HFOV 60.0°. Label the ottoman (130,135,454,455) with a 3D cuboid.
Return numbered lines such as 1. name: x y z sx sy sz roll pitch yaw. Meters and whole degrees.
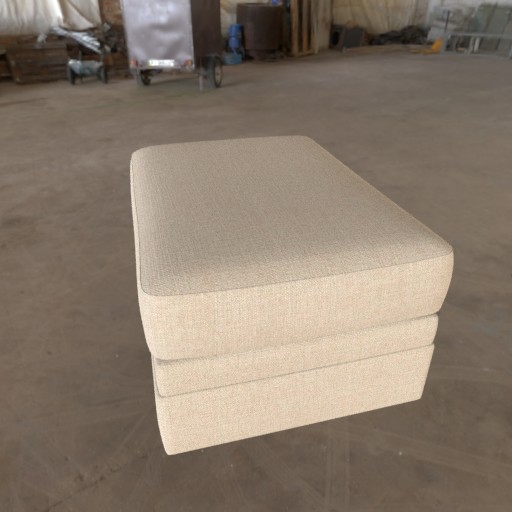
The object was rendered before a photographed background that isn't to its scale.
1. ottoman: 0.000 0.000 1.248 0.637 0.478 0.885 -8 31 -13
